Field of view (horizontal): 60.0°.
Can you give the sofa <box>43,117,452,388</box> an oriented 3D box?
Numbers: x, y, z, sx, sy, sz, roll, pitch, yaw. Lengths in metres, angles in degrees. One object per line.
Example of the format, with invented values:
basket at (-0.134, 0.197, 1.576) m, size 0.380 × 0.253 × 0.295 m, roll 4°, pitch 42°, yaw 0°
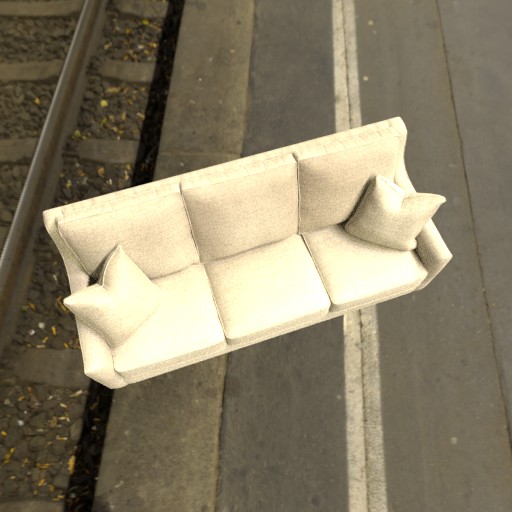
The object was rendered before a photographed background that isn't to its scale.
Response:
sofa at (0.000, 0.000, 2.530) m, size 2.031 × 0.914 × 0.865 m, roll -17°, pitch 65°, yaw -8°
